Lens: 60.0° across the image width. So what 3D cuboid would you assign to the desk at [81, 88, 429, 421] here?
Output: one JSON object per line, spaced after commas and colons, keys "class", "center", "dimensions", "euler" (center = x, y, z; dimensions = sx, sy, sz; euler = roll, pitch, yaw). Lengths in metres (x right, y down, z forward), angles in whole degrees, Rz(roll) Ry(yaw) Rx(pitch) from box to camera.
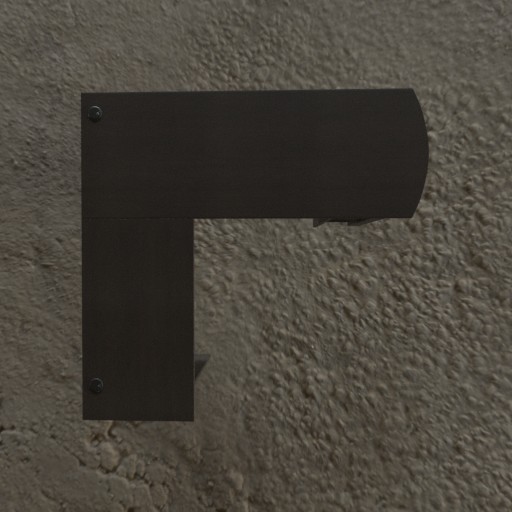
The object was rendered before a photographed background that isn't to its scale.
{"class": "desk", "center": [0.000, 0.000, 2.092], "dimensions": [1.361, 0.716, 1.303], "euler": [0, 91, 2]}
